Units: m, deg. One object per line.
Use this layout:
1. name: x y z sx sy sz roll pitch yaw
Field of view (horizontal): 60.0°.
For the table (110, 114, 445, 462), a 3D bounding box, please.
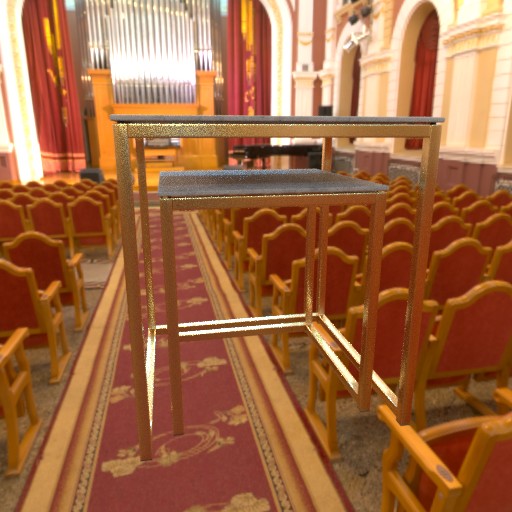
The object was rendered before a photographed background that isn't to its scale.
1. table: 0.000 0.000 0.855 0.450 0.500 0.450 -3 16 -11
